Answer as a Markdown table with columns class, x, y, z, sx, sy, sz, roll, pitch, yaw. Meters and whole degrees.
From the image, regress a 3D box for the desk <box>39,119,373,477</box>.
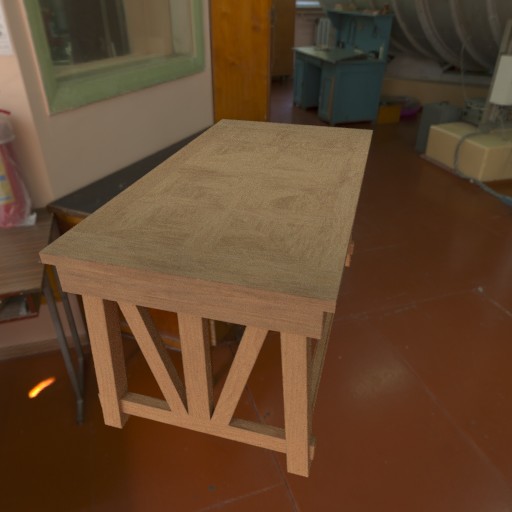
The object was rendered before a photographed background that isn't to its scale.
| class | x | y | z | sx | sy | sz | roll | pitch | yaw |
| --- | --- | --- | --- | --- | --- | --- | --- | --- | --- |
| desk | 0.000 | 0.000 | 1.934 | 0.813 | 0.762 | 1.499 | 8 | 32 | 14 |
